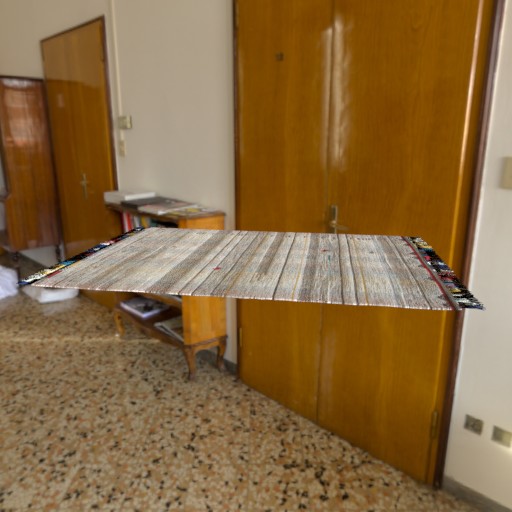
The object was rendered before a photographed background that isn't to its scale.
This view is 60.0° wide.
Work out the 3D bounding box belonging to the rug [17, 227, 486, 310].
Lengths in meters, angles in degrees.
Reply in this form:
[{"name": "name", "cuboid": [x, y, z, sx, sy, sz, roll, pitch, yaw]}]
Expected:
[{"name": "rug", "cuboid": [0.000, 0.000, 2.252, 1.848, 0.012, 1.217, 3, 15, 9]}]
